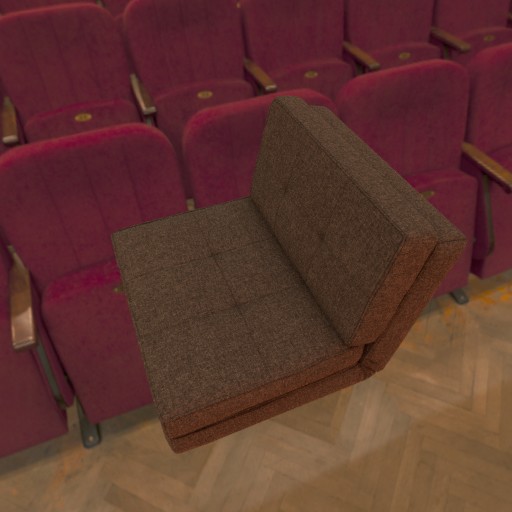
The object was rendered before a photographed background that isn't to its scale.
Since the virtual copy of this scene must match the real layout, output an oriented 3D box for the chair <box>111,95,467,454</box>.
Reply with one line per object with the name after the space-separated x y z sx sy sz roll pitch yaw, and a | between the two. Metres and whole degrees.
0.000 0.000 1.329 0.800 0.615 0.740 -16 48 -15 | chair
